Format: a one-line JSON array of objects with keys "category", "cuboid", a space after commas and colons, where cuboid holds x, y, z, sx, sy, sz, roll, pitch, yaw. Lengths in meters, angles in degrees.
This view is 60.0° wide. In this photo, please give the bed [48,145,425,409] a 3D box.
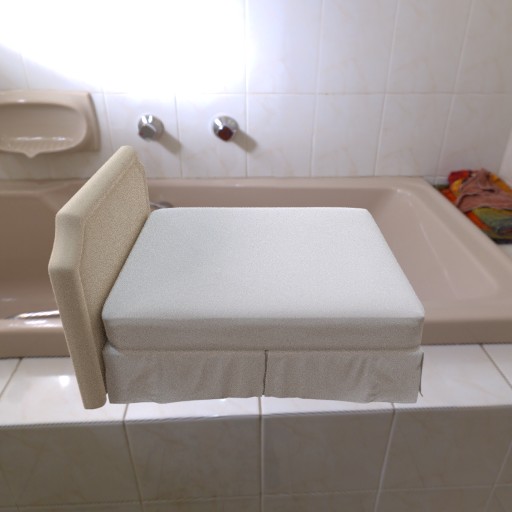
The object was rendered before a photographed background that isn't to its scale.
[{"category": "bed", "cuboid": [0.000, 0.000, 3.304, 2.209, 1.296, 1.827, 0, 29, 0]}]
